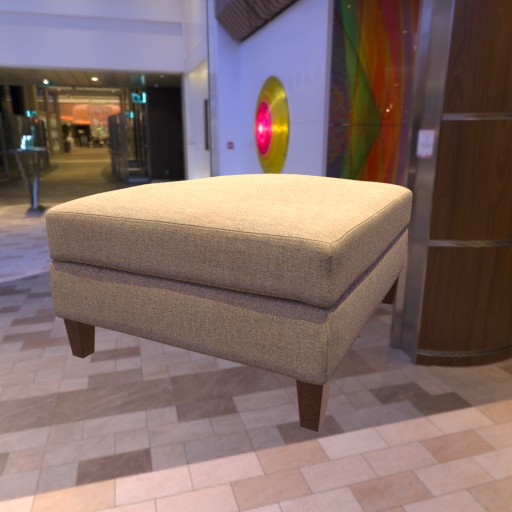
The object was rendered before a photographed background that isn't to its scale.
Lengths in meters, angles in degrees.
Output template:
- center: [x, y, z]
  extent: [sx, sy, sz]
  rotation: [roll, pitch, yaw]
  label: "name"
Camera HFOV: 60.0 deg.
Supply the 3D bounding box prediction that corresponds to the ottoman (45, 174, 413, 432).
- center: [0.000, 0.000, 1.464]
  extent: [0.836, 0.492, 0.976]
  rotation: [8, 17, 26]
  label: "ottoman"
